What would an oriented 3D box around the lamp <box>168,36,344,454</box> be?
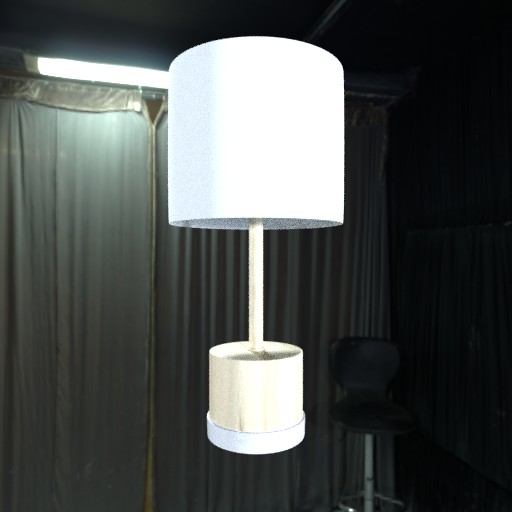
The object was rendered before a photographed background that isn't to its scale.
[{"bbox_3d":[0.000,0.000,0.588,0.229,0.470,0.229,0,0,-18],"label":"lamp"}]
